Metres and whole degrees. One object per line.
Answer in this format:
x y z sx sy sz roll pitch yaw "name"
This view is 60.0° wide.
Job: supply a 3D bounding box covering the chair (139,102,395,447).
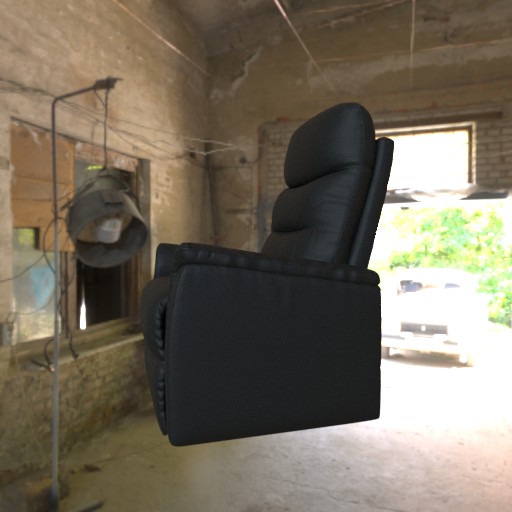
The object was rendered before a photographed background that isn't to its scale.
0.000 0.000 1.651 0.831 1.082 0.775 0 2 -17 "chair"
